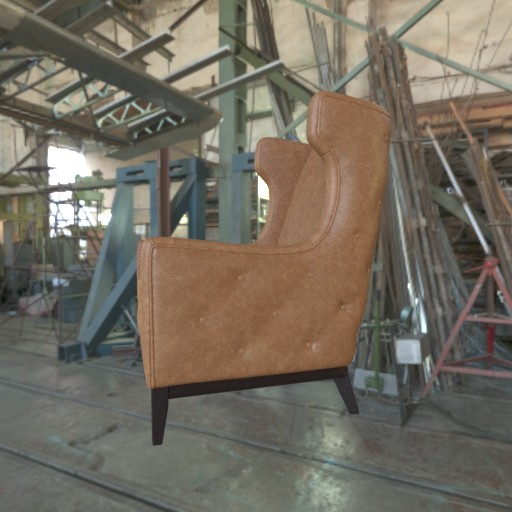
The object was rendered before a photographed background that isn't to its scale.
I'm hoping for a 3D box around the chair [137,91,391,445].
[{"bbox_3d":[0.000,0.000,1.717,0.899,1.079,0.766,0,1,-16],"label":"chair"}]
